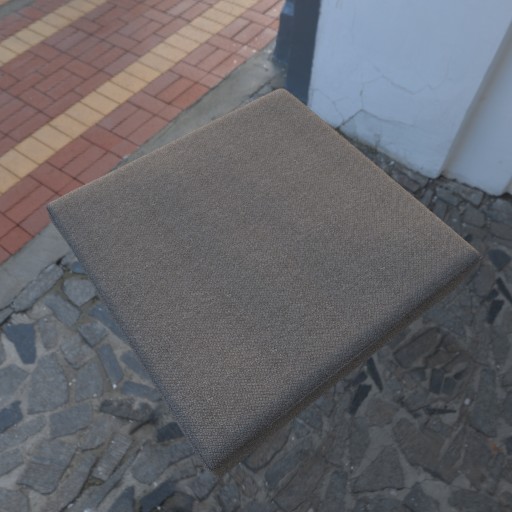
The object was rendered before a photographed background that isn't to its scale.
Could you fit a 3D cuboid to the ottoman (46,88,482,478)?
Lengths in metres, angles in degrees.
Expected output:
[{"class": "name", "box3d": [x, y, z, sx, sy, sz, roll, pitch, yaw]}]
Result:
[{"class": "ottoman", "box3d": [0.000, 0.000, 1.486, 0.981, 0.378, 0.970, -32, 63, -18]}]
